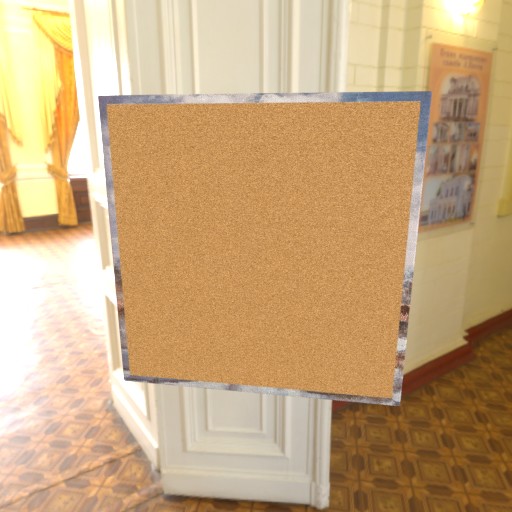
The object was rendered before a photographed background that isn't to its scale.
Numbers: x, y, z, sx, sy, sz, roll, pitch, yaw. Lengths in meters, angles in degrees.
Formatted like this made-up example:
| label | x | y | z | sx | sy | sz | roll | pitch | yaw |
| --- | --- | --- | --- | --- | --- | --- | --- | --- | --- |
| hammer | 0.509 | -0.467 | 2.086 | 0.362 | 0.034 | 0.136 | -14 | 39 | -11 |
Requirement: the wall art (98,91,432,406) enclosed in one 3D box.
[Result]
| label | x | y | z | sx | sy | sz | roll | pitch | yaw |
| --- | --- | --- | --- | --- | --- | --- | --- | --- | --- |
| wall art | 0.000 | 0.000 | 1.481 | 1.010 | 1.020 | 0.040 | 3 | 16 | 9 |
